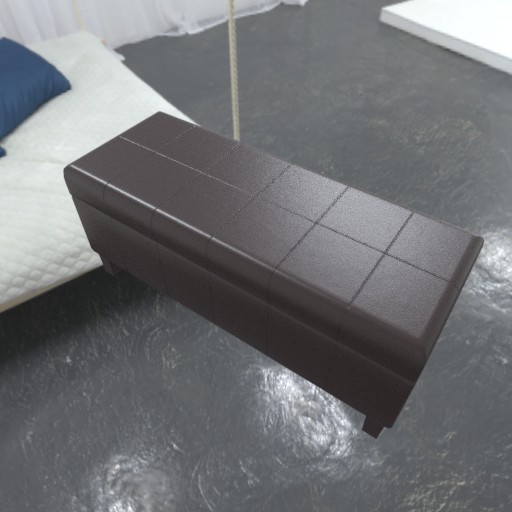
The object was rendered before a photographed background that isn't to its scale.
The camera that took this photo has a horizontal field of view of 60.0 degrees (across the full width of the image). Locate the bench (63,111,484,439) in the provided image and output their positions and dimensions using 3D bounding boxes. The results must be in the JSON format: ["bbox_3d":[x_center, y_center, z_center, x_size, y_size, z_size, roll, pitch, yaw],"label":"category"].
[{"bbox_3d":[0.000,0.000,1.336,1.092,0.457,0.429,27,52,23],"label":"bench"}]
